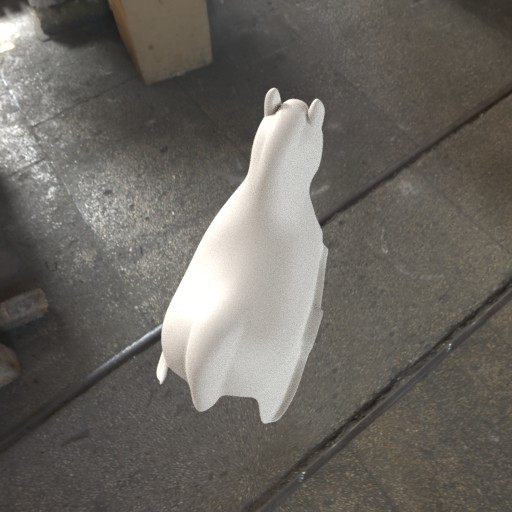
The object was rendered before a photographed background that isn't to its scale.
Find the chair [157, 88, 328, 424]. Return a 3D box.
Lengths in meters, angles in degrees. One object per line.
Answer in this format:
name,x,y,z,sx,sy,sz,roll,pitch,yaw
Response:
chair,0.000,0.000,1.153,0.429,0.612,0.800,18,65,9
